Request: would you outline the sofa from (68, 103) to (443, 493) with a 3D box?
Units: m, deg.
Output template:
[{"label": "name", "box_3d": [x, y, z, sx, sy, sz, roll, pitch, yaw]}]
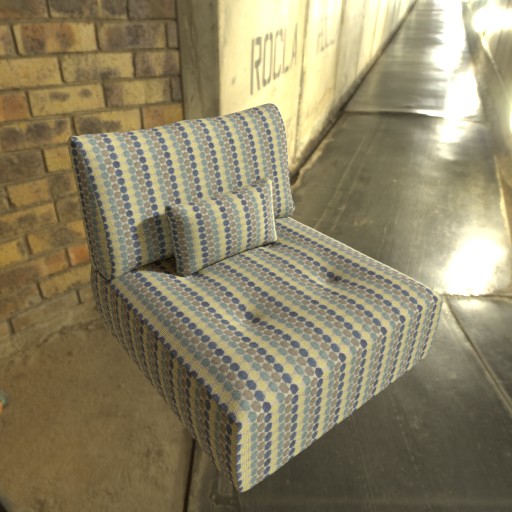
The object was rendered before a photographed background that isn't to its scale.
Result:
[{"label": "sofa", "box_3d": [0.000, 0.000, 1.609, 0.930, 0.830, 1.000, -22, 37, -33]}]
